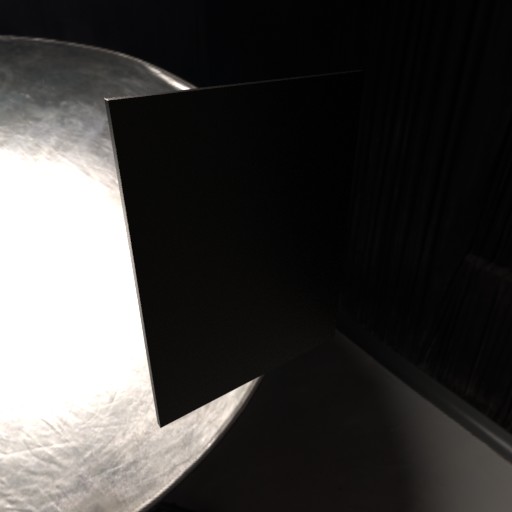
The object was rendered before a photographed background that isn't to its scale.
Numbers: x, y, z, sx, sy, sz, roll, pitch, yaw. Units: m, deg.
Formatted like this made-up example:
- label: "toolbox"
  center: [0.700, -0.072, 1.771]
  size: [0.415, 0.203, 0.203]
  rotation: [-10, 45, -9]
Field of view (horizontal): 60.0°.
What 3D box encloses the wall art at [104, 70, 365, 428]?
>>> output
- label: "wall art"
  center: [0.000, 0.000, 0.790]
  size: [0.442, 0.582, 0.013]
  rotation: [-19, 35, -30]
